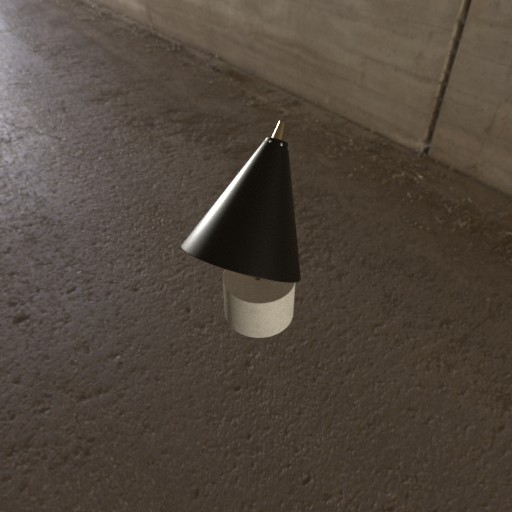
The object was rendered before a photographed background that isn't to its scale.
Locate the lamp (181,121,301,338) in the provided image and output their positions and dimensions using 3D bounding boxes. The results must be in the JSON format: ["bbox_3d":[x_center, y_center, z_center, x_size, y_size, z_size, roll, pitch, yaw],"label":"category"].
[{"bbox_3d":[0.000,0.000,0.734,0.214,0.518,0.403,13,43,15],"label":"lamp"}]
